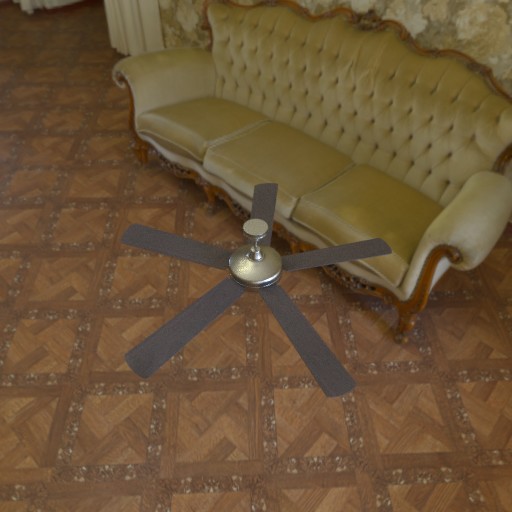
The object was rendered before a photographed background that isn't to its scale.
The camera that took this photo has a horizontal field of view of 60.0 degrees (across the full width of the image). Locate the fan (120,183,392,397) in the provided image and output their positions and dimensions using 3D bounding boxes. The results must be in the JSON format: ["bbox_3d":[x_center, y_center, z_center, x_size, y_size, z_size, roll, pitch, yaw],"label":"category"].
[{"bbox_3d":[0.000,0.000,2.004,1.321,0.356,1.321,-3,46,-3],"label":"fan"}]
